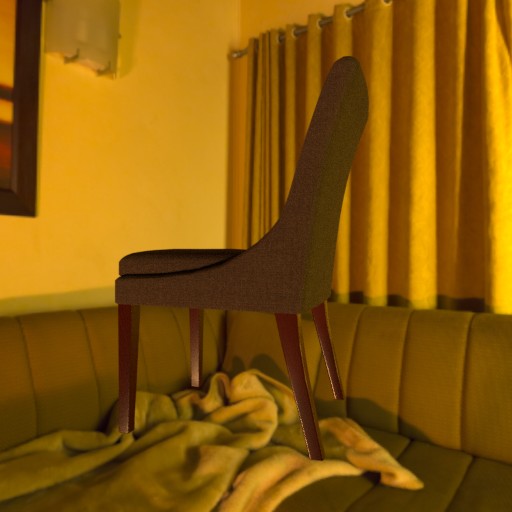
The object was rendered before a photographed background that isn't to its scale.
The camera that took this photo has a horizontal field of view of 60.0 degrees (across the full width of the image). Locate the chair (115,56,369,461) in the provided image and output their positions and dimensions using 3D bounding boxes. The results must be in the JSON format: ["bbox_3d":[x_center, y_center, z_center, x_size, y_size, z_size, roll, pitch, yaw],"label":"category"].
[{"bbox_3d":[0.000,0.000,1.331,0.655,0.952,0.508,0,0,17],"label":"chair"}]
